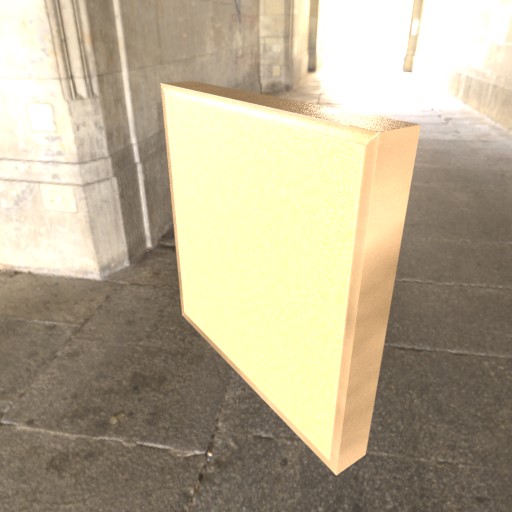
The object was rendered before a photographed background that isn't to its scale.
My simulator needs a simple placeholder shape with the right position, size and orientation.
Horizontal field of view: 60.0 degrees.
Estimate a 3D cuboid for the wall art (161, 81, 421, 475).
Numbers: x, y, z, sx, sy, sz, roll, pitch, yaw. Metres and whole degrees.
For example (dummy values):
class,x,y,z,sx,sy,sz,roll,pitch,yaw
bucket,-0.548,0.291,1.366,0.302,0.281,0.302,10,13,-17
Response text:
class,x,y,z,sx,sy,sz,roll,pitch,yaw
wall art,0.000,0.000,0.448,0.038,0.303,0.305,-18,32,-31
